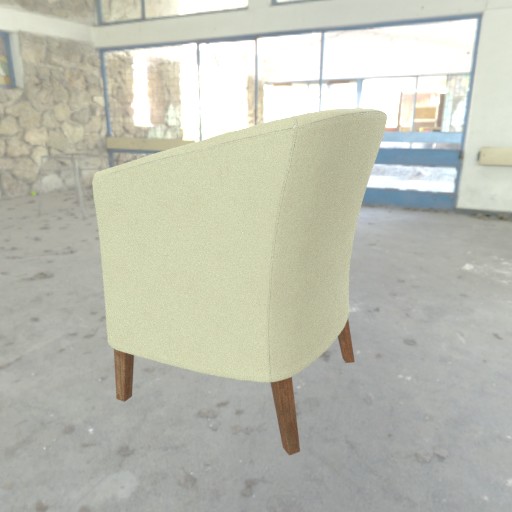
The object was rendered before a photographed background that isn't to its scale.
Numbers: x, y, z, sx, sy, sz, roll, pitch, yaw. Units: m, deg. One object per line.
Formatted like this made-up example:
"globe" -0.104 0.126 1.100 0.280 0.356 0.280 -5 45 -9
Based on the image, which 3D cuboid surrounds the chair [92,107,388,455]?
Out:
"chair" 0.000 0.000 1.312 0.657 0.822 0.643 9 19 27
